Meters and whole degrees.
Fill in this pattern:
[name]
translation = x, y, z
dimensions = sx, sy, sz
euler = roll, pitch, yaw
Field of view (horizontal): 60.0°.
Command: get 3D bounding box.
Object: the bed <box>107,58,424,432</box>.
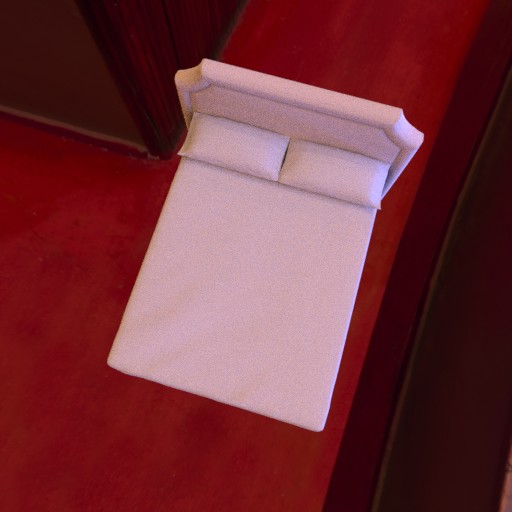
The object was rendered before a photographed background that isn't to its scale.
[bed]
translation = 0.000, 0.000, 3.307
dimensions = 1.828, 1.297, 2.164
euler = 16, 76, 4
